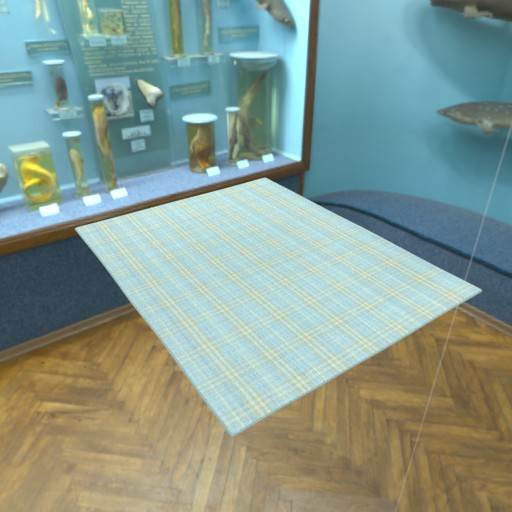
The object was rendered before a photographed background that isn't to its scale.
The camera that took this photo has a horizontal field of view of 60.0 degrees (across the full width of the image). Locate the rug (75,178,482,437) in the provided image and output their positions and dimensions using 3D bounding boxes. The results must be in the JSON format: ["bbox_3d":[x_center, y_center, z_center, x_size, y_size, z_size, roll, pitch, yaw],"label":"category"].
[{"bbox_3d":[0.000,0.000,4.145,2.462,0.030,3.066,-20,37,-29],"label":"rug"}]
